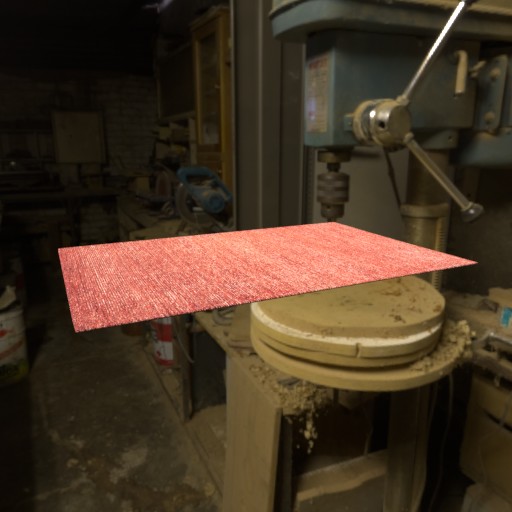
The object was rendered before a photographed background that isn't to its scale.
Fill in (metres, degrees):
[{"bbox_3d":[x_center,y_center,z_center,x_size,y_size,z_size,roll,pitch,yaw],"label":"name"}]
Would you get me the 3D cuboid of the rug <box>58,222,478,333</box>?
[{"bbox_3d":[0.000,0.000,2.185,1.747,0.011,1.139,-7,16,-25],"label":"rug"}]
